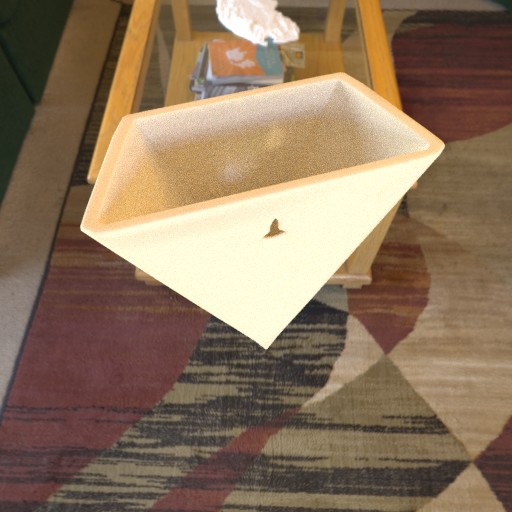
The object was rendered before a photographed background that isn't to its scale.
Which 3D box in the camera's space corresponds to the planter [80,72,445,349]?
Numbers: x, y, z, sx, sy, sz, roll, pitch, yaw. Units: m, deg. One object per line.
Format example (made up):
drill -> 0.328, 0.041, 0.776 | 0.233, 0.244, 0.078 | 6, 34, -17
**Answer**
planter -> 0.000, 0.000, 0.271 | 0.150, 0.197, 0.060 | -14, 61, -8
